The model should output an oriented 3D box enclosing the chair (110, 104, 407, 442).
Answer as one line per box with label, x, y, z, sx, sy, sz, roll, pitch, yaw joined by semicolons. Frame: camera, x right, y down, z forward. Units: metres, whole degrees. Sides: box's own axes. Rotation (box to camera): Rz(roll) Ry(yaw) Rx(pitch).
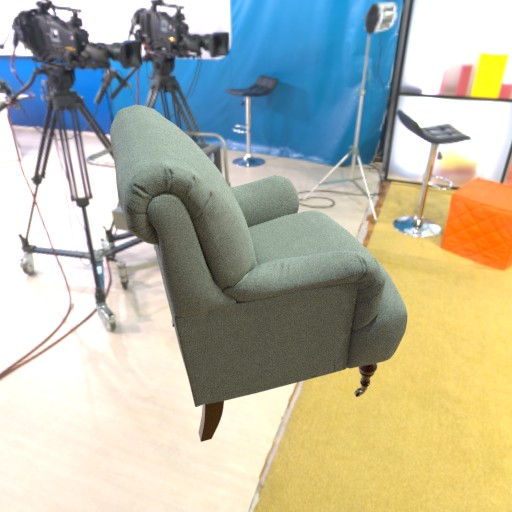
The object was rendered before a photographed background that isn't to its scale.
chair;0.000;0.000;1.951;1.060;1.178;0.964;-9;31;-15
